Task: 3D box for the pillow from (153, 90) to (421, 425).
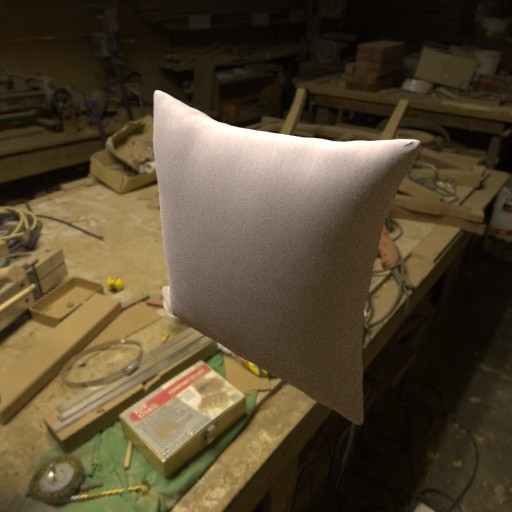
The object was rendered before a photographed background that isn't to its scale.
[{"bbox_3d":[0.000,0.000,0.687,0.433,0.436,0.173,23,38,33],"label":"pillow"}]
